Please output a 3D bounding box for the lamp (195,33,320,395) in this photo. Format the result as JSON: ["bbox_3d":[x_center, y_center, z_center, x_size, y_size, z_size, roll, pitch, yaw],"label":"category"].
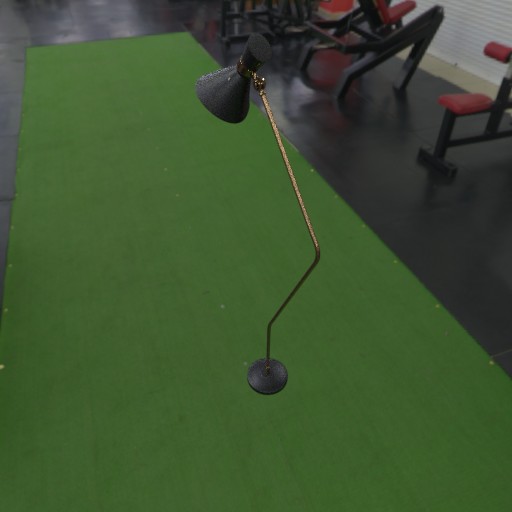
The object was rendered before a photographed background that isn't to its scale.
[{"bbox_3d":[0.000,0.000,1.584,0.277,1.438,0.467,-12,42,-13],"label":"lamp"}]
